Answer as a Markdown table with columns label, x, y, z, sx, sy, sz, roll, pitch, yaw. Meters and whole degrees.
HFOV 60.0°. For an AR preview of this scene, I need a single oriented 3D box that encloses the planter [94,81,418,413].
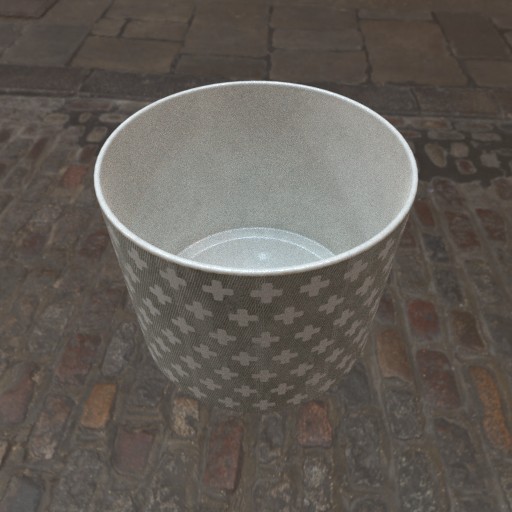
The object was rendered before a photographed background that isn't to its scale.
| label | x | y | z | sx | sy | sz | roll | pitch | yaw |
| --- | --- | --- | --- | --- | --- | --- | --- | --- | --- |
| planter | 0.000 | 0.000 | 0.438 | 0.250 | 0.239 | 0.250 | 0 | 47 | 0 |
